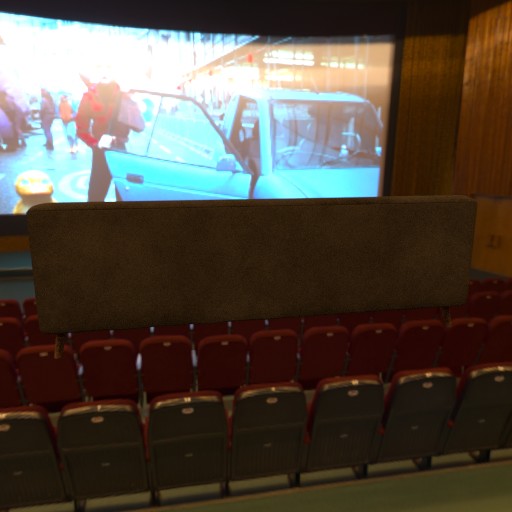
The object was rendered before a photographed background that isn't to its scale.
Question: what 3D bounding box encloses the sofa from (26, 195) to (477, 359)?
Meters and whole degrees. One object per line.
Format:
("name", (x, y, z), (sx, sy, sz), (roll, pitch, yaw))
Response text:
("sofa", (0.000, 0.000, 2.594), (2.190, 0.740, 0.900), (-2, 13, -11))
